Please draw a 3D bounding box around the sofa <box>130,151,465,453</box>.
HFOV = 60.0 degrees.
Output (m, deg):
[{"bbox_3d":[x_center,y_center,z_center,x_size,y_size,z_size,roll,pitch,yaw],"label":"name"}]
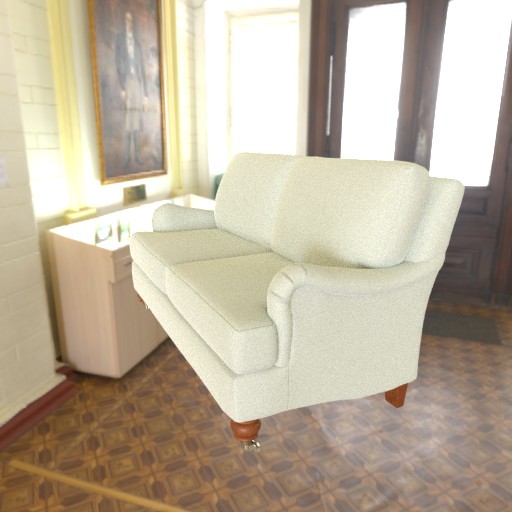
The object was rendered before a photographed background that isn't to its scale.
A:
[{"bbox_3d":[0.000,0.000,2.489,1.084,1.101,1.853,-7,17,-26],"label":"sofa"}]
